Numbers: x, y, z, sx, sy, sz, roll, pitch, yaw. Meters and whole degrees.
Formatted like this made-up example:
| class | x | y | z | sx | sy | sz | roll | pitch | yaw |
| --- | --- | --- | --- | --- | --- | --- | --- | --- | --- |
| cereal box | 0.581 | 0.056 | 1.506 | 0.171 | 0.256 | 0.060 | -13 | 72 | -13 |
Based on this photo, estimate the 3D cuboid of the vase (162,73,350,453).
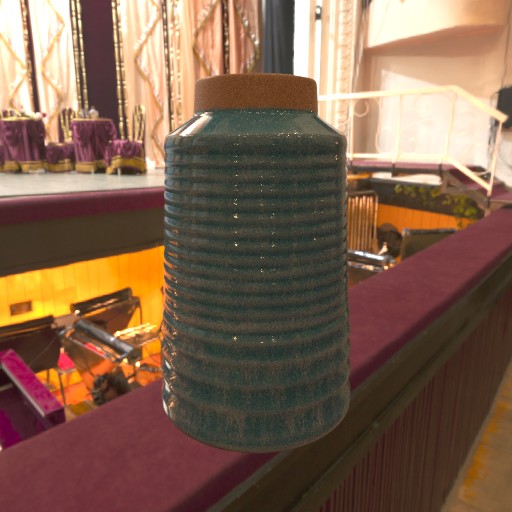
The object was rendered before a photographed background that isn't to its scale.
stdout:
| class | x | y | z | sx | sy | sz | roll | pitch | yaw |
| --- | --- | --- | --- | --- | --- | --- | --- | --- | --- |
| vase | 0.000 | 0.000 | 0.363 | 0.163 | 0.267 | 0.163 | 0 | 14 | 0 |
